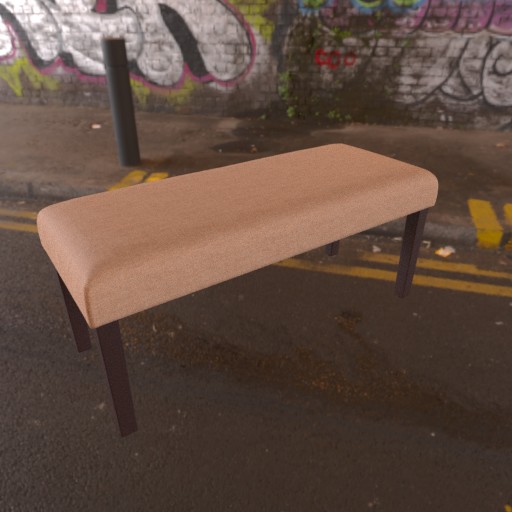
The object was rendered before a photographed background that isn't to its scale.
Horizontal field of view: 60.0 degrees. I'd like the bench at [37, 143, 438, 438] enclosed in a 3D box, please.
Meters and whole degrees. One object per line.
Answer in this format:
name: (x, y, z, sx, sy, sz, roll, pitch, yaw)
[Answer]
bench: (0.000, 0.000, 1.254, 1.013, 0.456, 0.407, -19, 35, -30)
